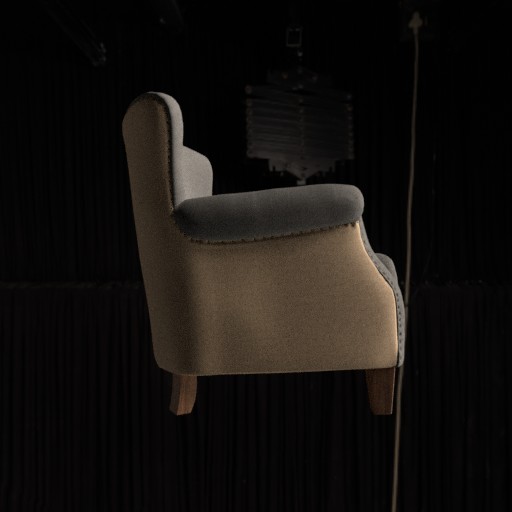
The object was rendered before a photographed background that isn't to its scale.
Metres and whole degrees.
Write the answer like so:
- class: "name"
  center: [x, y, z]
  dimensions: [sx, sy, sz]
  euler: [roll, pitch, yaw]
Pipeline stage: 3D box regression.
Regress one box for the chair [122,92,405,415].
- class: "chair"
  center: [0.000, 0.000, 1.617]
  dimensions: [0.921, 0.936, 0.861]
  euler: [0, 0, 1]
